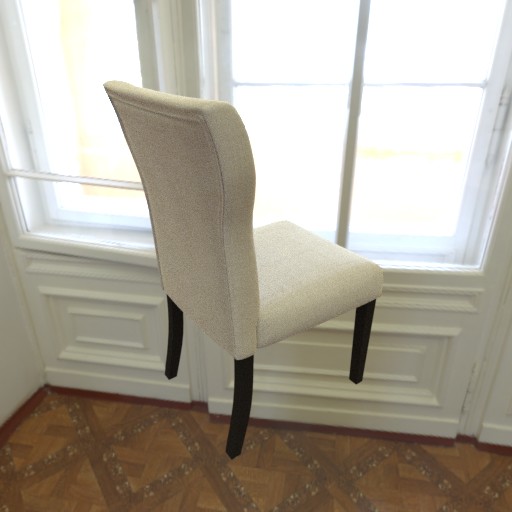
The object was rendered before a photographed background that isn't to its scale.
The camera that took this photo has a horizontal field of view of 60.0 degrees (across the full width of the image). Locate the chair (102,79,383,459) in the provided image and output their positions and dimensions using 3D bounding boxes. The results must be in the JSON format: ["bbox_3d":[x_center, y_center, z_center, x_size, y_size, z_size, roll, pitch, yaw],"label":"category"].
[{"bbox_3d":[0.000,0.000,1.238,0.597,0.921,0.509,-19,33,-32],"label":"chair"}]
